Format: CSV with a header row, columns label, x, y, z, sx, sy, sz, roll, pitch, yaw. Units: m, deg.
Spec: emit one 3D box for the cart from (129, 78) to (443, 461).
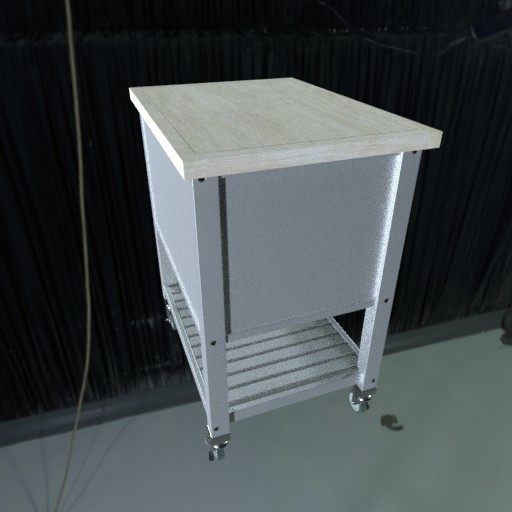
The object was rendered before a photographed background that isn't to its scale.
label,x,y,z,sx,sy,sz,roll,pitch,yaw
cart,0.000,0.000,1.392,0.559,0.914,0.762,-11,32,-18
